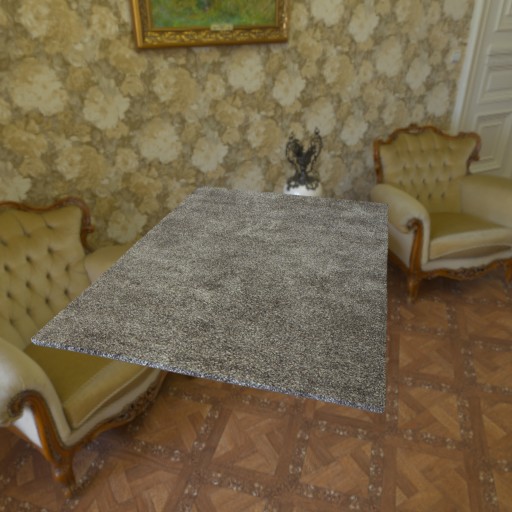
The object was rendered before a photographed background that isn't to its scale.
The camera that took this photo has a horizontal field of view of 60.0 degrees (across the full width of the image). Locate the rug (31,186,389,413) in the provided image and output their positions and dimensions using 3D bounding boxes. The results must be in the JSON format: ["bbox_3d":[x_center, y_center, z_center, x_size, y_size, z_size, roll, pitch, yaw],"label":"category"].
[{"bbox_3d":[0.000,0.000,2.086,1.198,0.025,1.601,7,30,13],"label":"rug"}]
